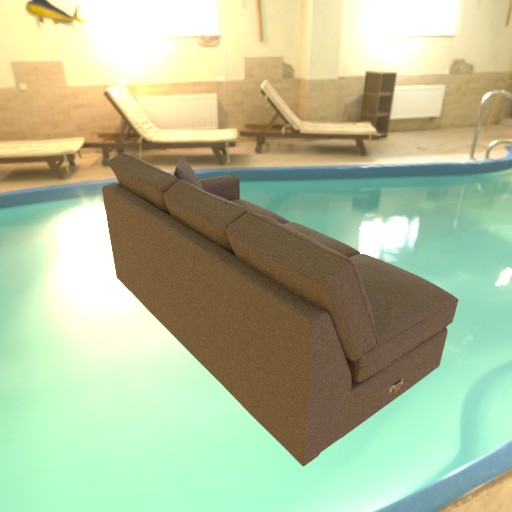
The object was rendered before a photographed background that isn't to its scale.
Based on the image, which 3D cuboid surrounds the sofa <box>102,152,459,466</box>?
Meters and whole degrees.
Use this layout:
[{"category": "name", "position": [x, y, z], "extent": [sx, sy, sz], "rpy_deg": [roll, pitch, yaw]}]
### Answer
[{"category": "sofa", "position": [0.000, 0.000, 2.549], "extent": [1.034, 0.946, 1.963], "rpy_deg": [-19, 33, -33]}]
